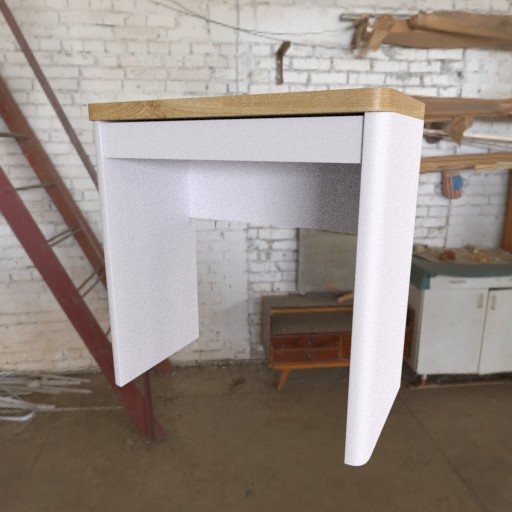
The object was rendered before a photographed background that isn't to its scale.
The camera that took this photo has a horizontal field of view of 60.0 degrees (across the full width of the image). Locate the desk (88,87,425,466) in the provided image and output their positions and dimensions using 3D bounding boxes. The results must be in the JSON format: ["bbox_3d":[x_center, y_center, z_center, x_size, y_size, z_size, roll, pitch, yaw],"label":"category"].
[{"bbox_3d":[0.000,0.000,1.218,0.760,0.790,0.440,8,16,27],"label":"desk"}]
